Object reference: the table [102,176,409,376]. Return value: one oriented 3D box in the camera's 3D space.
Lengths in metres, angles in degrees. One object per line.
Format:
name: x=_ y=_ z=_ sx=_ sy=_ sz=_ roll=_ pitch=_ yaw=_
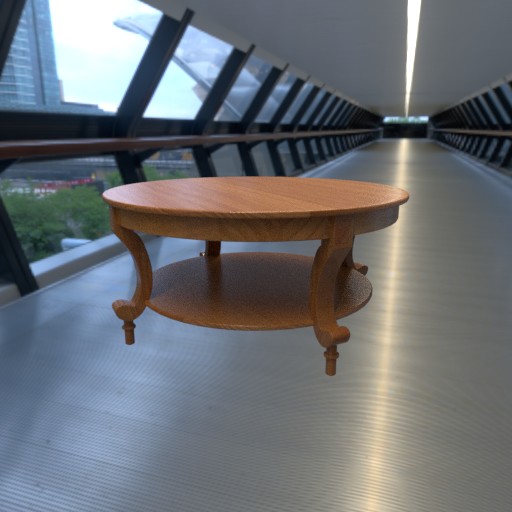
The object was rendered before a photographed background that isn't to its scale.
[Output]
table: x=0.000 y=0.000 z=1.620 sx=1.029 sy=0.490 sz=1.029 roll=0 pitch=15 yaw=0
